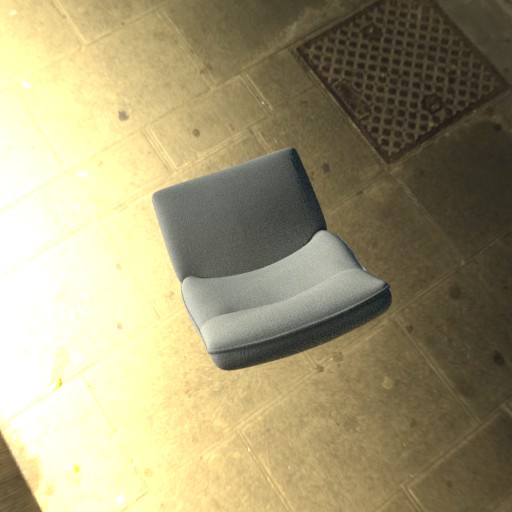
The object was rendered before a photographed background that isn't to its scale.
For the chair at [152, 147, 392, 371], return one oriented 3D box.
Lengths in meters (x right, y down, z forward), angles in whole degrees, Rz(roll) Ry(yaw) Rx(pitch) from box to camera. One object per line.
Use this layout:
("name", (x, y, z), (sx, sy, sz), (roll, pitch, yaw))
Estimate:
("chair", (0.000, 0.000, 1.338), (0.500, 0.930, 0.620), (-19, 77, -5))
